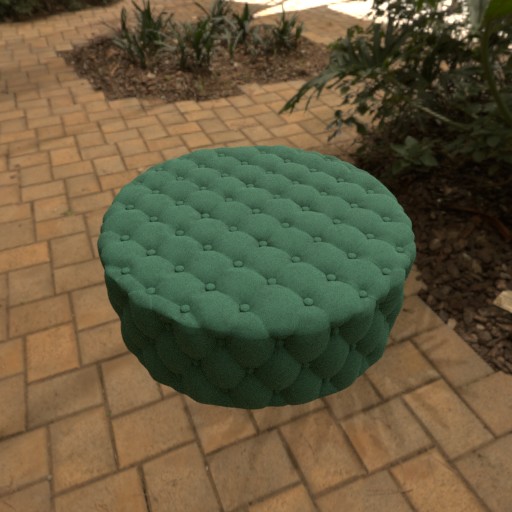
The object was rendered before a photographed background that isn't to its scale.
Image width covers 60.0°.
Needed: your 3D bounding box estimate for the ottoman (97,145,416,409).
[{"bbox_3d":[0.000,0.000,1.515,0.998,0.399,0.998,0,40,0],"label":"ottoman"}]
